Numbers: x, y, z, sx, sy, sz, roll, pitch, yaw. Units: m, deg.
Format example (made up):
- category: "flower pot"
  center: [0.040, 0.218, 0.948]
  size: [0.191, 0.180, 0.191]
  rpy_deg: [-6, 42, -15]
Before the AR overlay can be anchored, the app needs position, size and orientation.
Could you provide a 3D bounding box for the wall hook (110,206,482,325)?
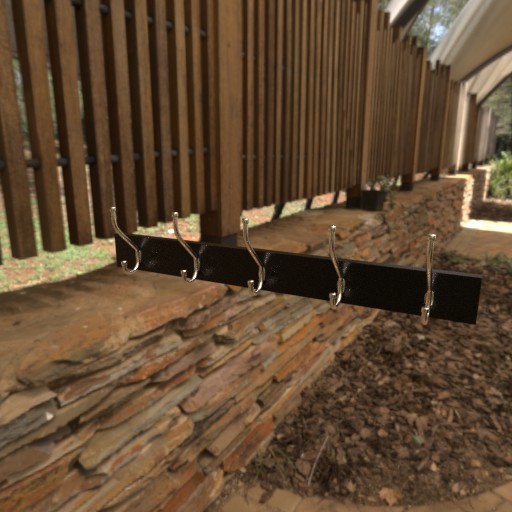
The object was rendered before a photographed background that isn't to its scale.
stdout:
- category: "wall hook"
  center: [0.000, 0.000, 0.625]
  size: [0.571, 0.117, 0.071]
  rpy_deg: [7, 16, 26]
